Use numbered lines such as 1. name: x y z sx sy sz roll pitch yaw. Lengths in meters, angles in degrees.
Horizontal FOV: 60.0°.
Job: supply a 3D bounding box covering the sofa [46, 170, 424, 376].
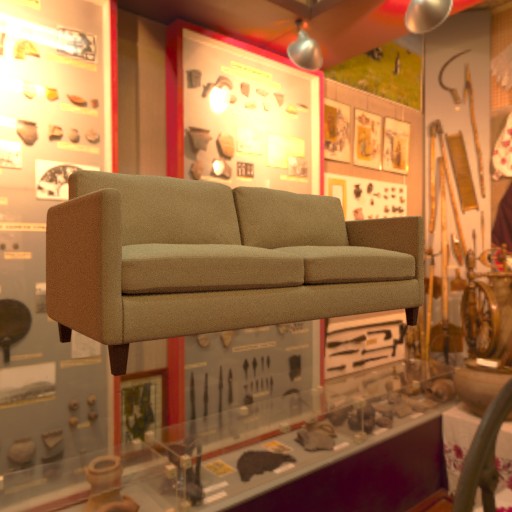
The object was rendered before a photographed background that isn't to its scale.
1. sofa: 0.000 0.000 2.685 2.181 0.932 0.948 0 0 -37
